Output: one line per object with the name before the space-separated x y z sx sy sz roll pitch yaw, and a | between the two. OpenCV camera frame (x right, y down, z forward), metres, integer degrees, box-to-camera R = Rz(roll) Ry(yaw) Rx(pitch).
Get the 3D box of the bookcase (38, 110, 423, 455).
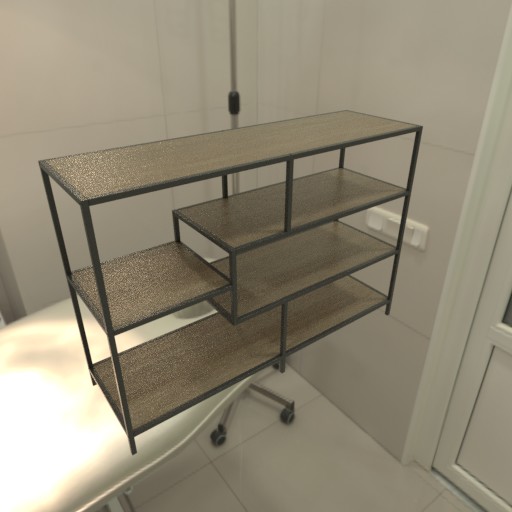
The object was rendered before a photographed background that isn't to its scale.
bookcase | 0.000 0.000 1.503 1.140 0.780 0.350 -20 34 -31
